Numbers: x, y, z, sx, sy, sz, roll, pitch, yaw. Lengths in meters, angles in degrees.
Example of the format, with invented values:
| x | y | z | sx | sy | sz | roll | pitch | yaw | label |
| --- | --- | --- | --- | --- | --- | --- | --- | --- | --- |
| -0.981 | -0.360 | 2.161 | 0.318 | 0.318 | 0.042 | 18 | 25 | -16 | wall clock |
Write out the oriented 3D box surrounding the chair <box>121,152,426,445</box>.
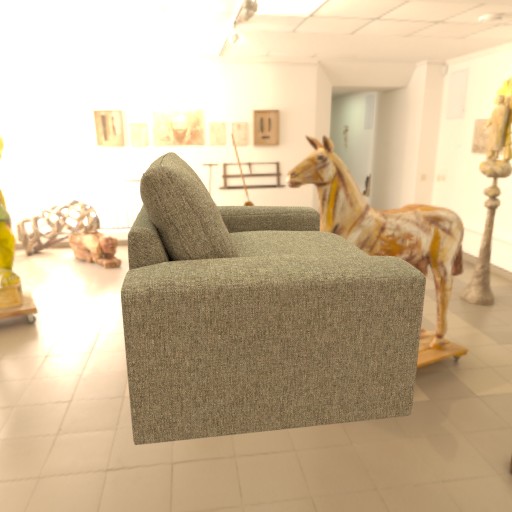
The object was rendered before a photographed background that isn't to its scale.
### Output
| x | y | z | sx | sy | sz | roll | pitch | yaw | label |
| --- | --- | --- | --- | --- | --- | --- | --- | --- | --- |
| 0.000 | 0.000 | 2.066 | 1.039 | 0.915 | 1.398 | -3 | 16 | -9 | chair |
